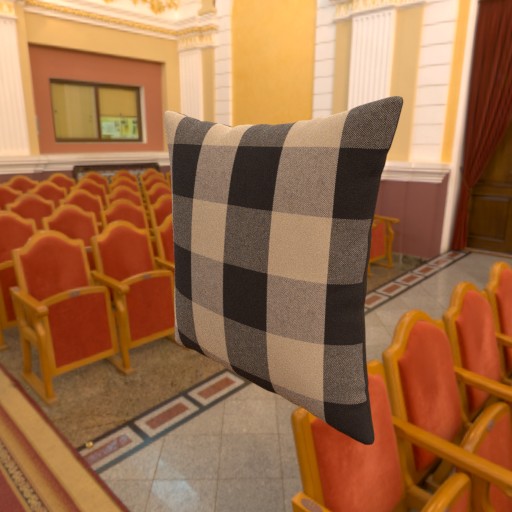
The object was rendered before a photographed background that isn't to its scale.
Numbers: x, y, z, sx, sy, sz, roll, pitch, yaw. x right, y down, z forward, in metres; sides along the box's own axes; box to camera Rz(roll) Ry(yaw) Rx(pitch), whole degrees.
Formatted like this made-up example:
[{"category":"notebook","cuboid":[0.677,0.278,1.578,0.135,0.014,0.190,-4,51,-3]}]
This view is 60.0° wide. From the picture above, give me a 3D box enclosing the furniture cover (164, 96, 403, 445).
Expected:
[{"category":"furniture cover","cuboid":[0.000,0.000,0.787,0.511,0.509,0.161,15,21,43]}]
